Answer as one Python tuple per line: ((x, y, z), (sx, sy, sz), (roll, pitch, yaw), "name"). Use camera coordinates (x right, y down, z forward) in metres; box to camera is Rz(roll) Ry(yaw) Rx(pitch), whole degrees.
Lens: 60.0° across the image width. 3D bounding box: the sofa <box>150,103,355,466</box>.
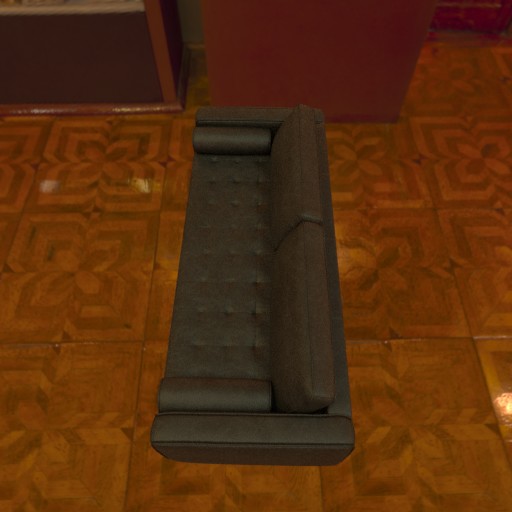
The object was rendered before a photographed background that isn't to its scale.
((0.000, 0.000, 2.621), (0.914, 0.762, 2.210), (1, 57, 1), "sofa")
